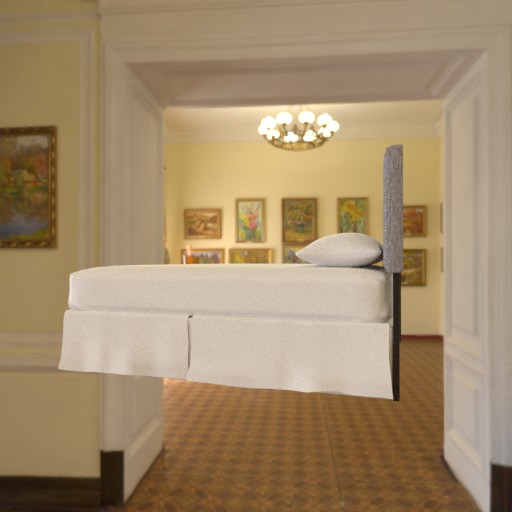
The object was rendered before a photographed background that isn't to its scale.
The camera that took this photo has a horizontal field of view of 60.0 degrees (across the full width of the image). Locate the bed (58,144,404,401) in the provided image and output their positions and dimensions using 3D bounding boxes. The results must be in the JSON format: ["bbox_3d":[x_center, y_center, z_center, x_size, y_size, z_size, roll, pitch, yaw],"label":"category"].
[{"bbox_3d":[0.000,0.000,2.964,1.870,1.295,1.610,0,-1,18],"label":"bed"}]
